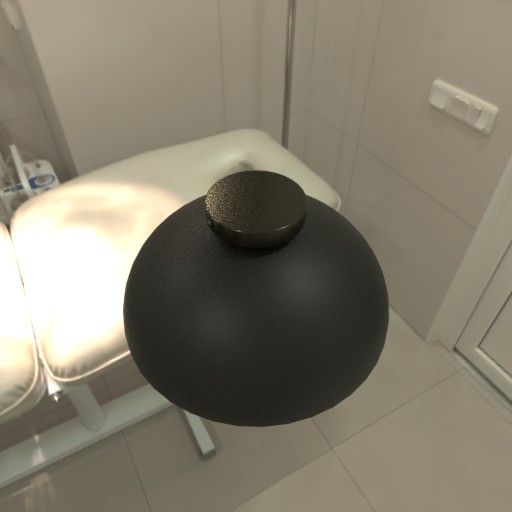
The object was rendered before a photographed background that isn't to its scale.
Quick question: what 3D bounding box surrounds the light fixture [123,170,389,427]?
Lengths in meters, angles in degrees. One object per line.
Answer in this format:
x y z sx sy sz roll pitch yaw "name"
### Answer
0.000 0.000 0.550 0.355 0.177 0.355 0 45 0 "light fixture"
